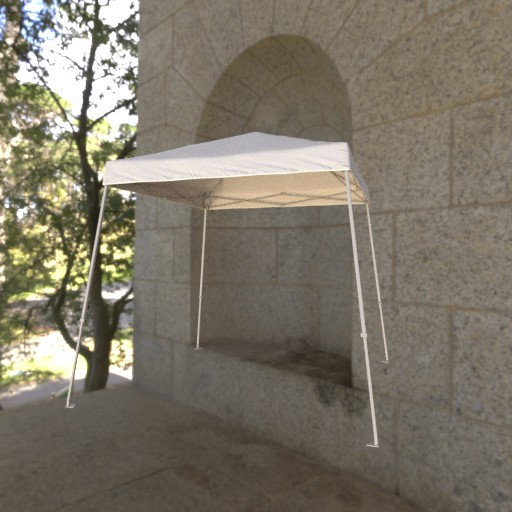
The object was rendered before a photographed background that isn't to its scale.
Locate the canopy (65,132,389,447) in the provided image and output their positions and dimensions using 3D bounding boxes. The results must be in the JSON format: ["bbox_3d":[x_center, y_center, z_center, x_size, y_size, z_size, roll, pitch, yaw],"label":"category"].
[{"bbox_3d":[0.000,0.000,6.429,3.599,3.600,3.600,0,0,18],"label":"canopy"}]
